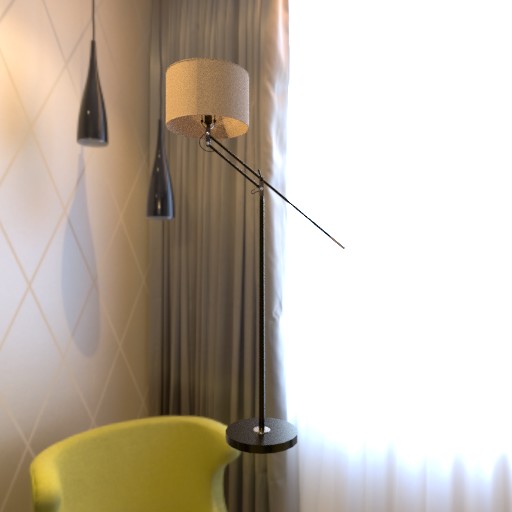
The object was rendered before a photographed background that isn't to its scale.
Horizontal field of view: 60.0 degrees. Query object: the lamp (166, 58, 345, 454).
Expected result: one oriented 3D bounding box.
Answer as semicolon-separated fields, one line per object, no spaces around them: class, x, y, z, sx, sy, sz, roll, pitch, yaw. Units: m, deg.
lamp;0.000;0.000;1.997;0.809;1.635;0.373;0;-1;0
